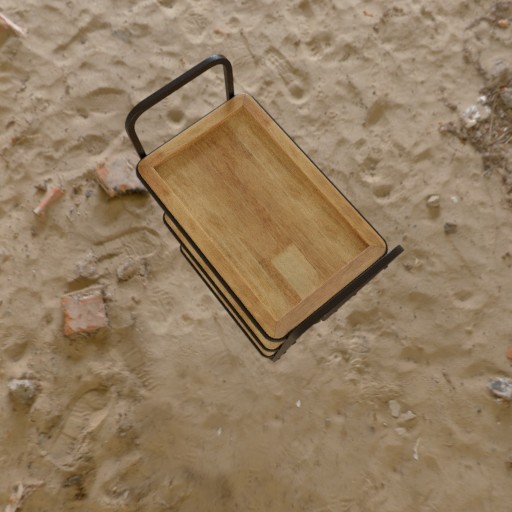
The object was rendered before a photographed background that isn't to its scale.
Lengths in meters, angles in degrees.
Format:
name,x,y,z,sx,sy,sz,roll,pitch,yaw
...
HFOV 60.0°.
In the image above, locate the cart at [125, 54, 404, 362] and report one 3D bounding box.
name,x,y,z,sx,sy,sz,roll,pitch,yaw
cart,0.000,0.000,1.314,0.321,1.080,0.545,-37,77,-10
